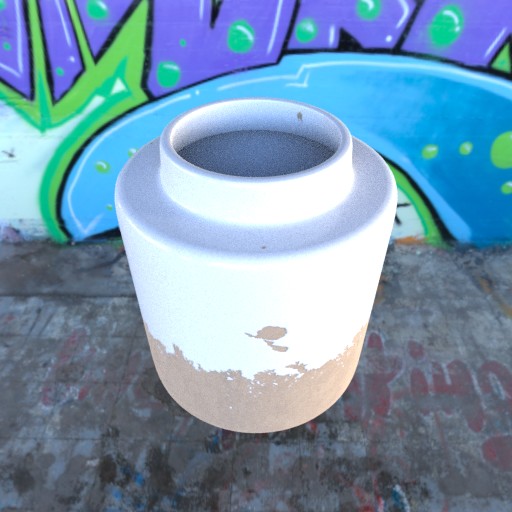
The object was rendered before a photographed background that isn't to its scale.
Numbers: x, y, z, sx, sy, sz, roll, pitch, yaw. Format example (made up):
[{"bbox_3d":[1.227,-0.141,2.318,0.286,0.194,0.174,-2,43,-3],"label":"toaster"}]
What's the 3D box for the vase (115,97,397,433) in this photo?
[{"bbox_3d":[0.000,0.000,0.281,0.153,0.167,0.153,0,41,0],"label":"vase"}]
